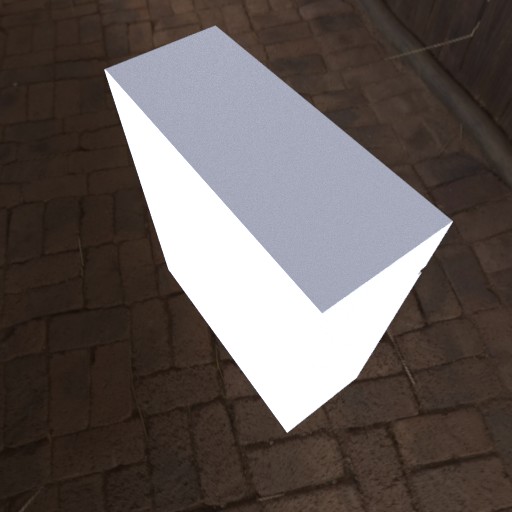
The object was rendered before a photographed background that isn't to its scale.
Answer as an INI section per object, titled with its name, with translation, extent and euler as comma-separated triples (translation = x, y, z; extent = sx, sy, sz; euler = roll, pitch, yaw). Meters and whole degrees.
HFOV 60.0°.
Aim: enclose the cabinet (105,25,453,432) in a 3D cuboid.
[cabinet]
translation = 0.000, 0.000, 1.681
extent = 0.400, 1.190, 1.000
euler = -32, 63, -19
